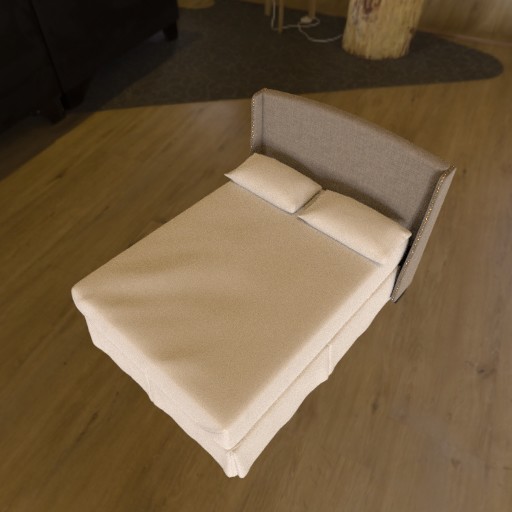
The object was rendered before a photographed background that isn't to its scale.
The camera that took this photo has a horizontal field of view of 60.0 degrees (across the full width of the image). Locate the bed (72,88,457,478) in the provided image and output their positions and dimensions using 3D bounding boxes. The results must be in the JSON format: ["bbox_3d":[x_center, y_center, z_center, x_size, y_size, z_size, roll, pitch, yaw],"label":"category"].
[{"bbox_3d":[0.000,0.000,3.282,1.710,1.407,2.237,33,55,27],"label":"bed"}]
